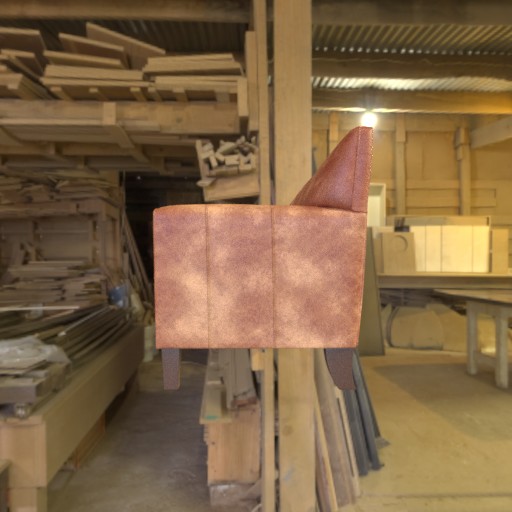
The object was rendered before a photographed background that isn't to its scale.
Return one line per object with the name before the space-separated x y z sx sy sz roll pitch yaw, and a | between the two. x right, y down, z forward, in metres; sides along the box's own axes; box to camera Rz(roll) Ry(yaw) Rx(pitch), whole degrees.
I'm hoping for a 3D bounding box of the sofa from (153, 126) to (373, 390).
sofa | 0.000 0.000 2.553 0.805 0.947 2.053 0 1 0
